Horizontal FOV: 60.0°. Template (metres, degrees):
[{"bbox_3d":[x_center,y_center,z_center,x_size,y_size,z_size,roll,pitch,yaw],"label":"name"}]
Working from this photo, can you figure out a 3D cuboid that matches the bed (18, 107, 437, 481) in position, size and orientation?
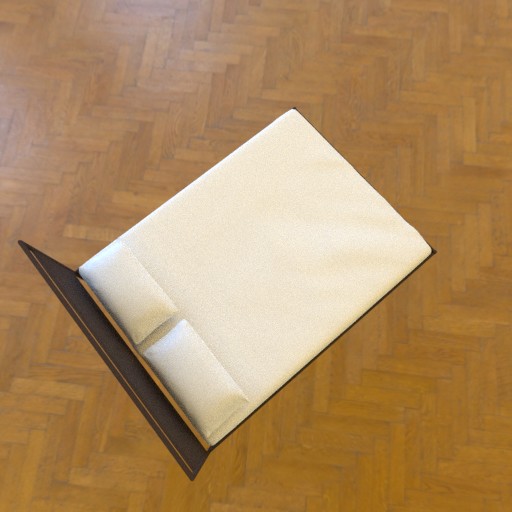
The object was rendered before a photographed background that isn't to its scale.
[{"bbox_3d":[0.000,0.000,3.025,2.122,1.173,1.572,-39,78,-10],"label":"bed"}]
